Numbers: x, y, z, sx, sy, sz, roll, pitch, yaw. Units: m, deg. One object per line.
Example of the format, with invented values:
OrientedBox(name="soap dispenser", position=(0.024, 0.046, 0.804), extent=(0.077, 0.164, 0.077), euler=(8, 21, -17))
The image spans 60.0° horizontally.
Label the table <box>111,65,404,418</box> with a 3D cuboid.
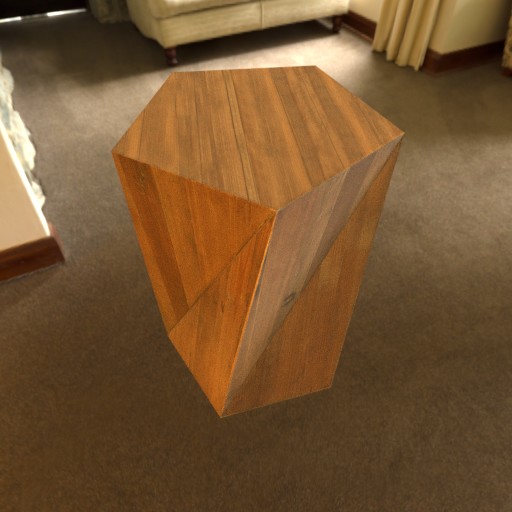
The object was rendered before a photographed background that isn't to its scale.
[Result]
OrientedBox(name="table", position=(0.000, 0.000, 0.892), extent=(0.441, 0.604, 0.425), euler=(10, 47, 9))
